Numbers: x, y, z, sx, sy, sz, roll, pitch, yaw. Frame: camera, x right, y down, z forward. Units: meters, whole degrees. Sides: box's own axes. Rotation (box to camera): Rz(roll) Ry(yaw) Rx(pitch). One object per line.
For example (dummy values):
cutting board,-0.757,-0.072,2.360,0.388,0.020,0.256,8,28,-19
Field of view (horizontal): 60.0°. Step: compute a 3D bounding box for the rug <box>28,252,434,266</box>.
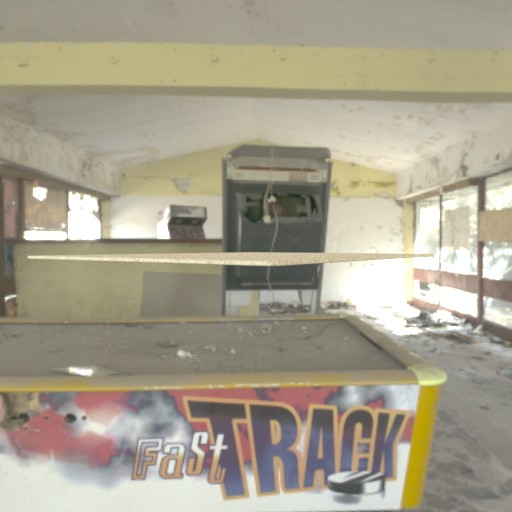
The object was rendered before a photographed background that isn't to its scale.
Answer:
rug,0.000,0.000,4.071,2.401,0.025,3.001,1,1,36
